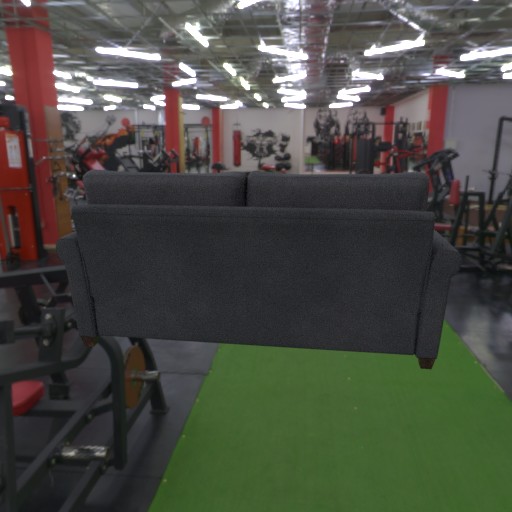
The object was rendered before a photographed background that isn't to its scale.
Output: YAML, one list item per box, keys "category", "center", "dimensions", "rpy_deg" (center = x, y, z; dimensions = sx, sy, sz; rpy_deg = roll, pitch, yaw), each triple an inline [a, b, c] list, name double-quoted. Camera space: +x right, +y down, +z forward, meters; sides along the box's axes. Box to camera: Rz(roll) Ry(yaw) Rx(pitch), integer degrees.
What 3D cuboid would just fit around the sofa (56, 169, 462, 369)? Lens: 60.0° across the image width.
- category: "sofa"
  center: [0.000, 0.000, 2.421]
  dimensions: [1.935, 0.942, 0.842]
  rpy_deg: [2, 14, 8]
